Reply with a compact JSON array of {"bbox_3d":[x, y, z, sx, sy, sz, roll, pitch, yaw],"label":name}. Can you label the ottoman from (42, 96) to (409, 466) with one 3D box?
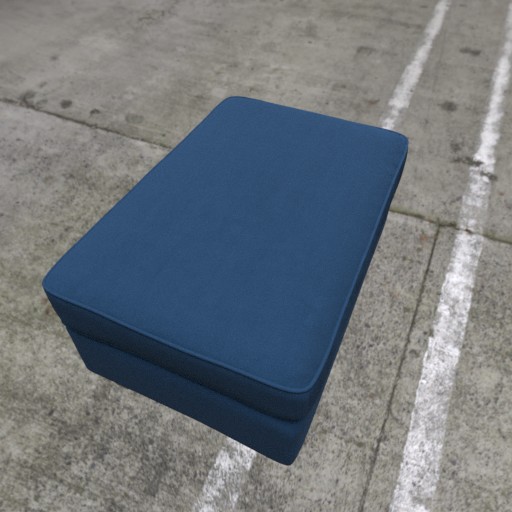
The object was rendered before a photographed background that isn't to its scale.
[{"bbox_3d":[0.000,0.000,1.192,0.583,0.484,0.862,18,49,16],"label":"ottoman"}]
